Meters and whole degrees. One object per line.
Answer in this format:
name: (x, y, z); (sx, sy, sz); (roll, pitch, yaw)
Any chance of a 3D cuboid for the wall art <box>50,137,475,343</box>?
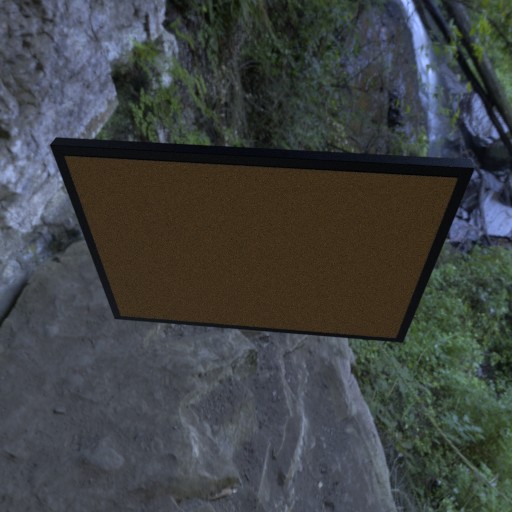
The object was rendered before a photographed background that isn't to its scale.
wall art: (0.000, 0.000, 0.852); (0.657, 0.458, 0.027); (4, 45, 4)
